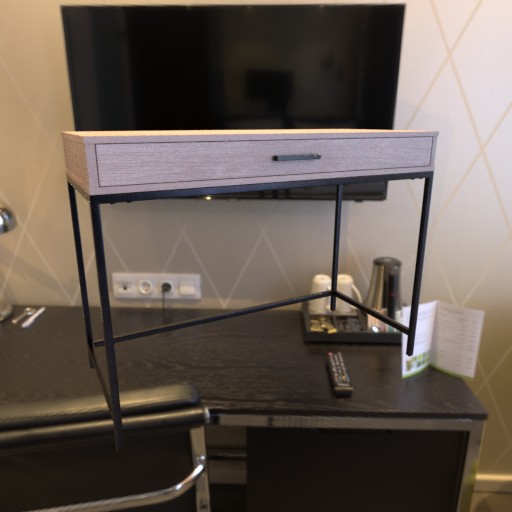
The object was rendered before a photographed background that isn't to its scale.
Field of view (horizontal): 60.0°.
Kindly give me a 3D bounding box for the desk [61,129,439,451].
[{"bbox_3d":[0.000,0.000,1.408,1.016,0.762,0.470,-9,19,-27],"label":"desk"}]
